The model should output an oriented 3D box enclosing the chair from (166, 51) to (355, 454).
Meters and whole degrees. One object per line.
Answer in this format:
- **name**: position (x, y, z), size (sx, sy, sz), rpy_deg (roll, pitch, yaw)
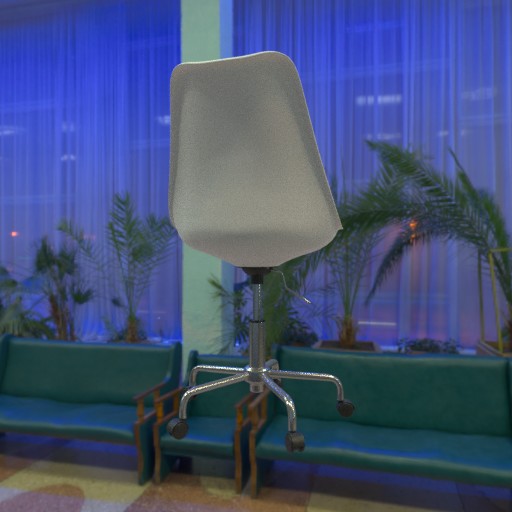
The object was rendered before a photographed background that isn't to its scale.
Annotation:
- **chair**: position (0.000, 0.000, 1.284), size (0.550, 0.930, 0.550), rpy_deg (0, 0, 17)
